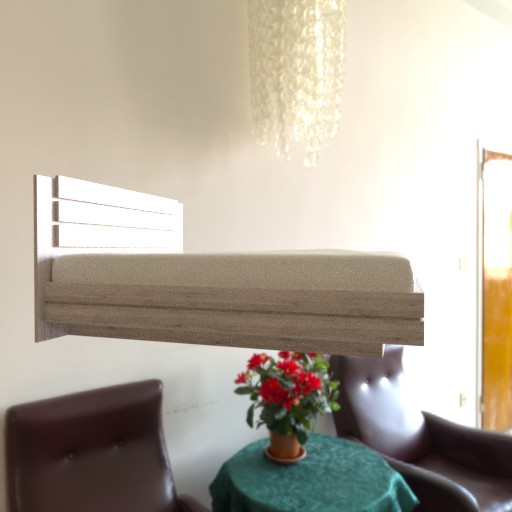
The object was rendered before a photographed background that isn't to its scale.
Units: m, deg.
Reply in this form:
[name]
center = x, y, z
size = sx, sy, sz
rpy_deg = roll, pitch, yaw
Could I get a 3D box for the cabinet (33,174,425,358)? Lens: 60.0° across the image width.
[cabinet]
center = 0.000, 0.000, 3.024
size = 2.080, 0.970, 1.750
rpy_deg = 0, 1, 18
